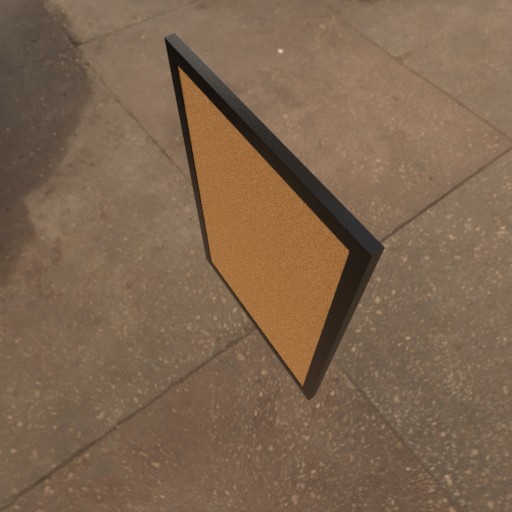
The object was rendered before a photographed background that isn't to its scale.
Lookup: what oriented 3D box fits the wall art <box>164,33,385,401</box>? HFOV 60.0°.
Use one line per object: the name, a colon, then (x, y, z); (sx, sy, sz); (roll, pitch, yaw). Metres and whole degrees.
wall art: (0.000, 0.000, 0.849); (0.019, 0.656, 0.462); (-30, 64, -17)
